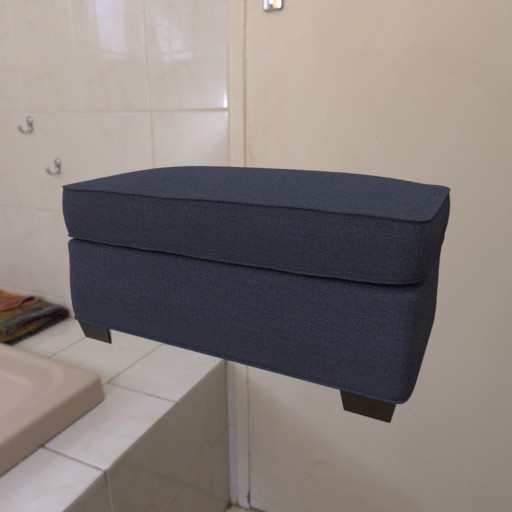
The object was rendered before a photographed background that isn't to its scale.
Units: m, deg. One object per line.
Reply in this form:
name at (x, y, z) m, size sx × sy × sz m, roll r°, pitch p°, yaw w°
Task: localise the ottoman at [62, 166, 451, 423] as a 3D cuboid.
ottoman at (0.000, 0.000, 1.170) m, size 0.895 × 0.453 × 0.505 m, roll 8°, pitch 18°, yaw 26°
